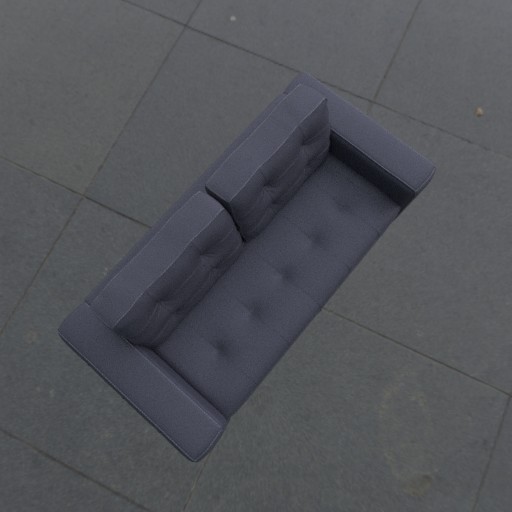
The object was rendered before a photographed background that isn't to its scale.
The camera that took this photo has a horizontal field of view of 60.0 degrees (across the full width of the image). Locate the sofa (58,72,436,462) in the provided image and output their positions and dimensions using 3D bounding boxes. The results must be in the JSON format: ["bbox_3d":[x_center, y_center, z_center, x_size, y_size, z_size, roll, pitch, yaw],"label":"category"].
[{"bbox_3d":[0.000,0.000,2.160,0.833,0.893,1.726,40,79,9],"label":"sofa"}]
